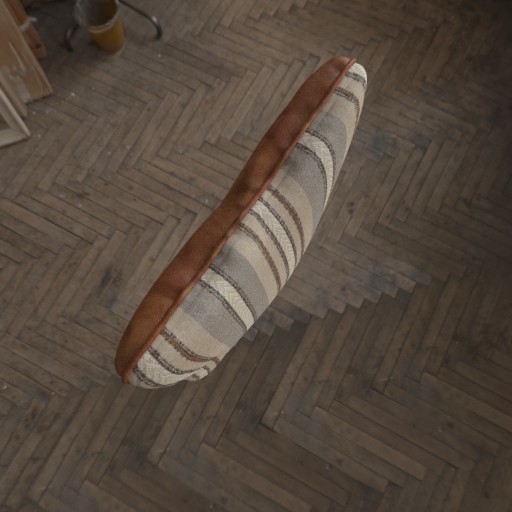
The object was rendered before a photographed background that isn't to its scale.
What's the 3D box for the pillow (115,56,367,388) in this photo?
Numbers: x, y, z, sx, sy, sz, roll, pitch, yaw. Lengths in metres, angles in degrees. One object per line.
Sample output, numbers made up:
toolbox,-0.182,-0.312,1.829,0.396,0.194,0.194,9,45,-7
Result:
pillow,0.000,0.000,0.735,0.130,0.490,0.489,33,79,8
